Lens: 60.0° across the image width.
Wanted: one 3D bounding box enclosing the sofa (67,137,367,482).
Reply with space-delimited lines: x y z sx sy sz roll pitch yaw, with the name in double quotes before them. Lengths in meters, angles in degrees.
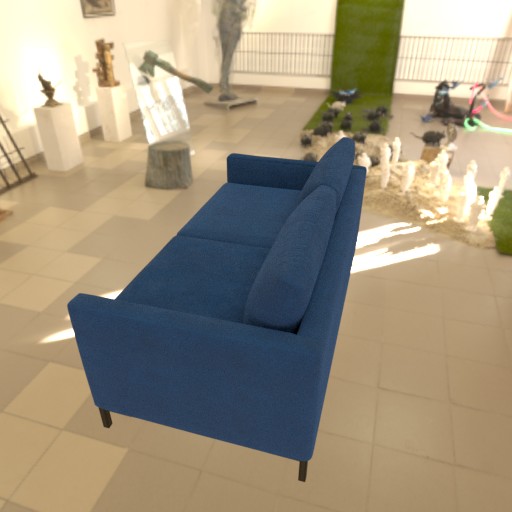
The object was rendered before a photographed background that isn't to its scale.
"sofa" 0.000 0.000 2.136 0.875 0.817 1.676 9 32 14
